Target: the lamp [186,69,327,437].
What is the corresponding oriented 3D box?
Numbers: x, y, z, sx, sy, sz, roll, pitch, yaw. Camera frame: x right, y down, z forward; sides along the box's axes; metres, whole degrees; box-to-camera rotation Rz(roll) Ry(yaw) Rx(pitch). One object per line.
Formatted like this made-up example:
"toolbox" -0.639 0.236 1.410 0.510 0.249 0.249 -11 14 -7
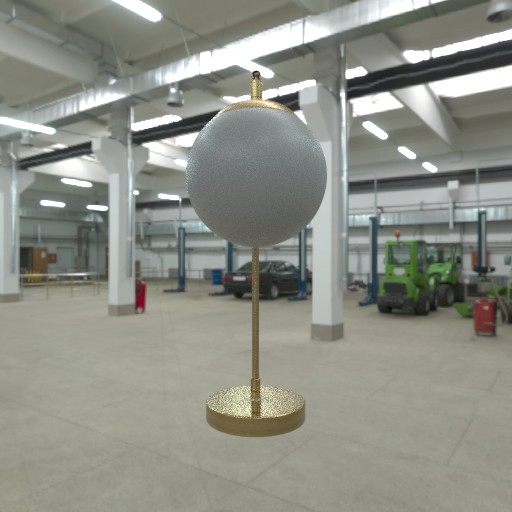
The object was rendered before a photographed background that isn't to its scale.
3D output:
"lamp" 0.000 0.000 0.713 0.207 0.559 0.324 0 0 0
